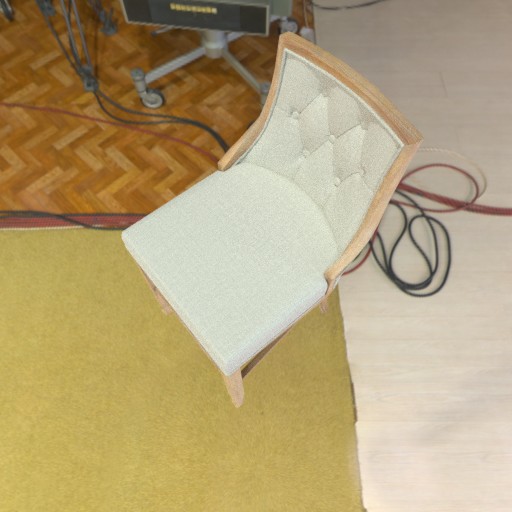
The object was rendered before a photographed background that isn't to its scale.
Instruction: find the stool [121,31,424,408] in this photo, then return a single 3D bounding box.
[{"bbox_3d":[0.000,0.000,1.425,0.626,1.101,0.524,-37,69,-16],"label":"stool"}]
